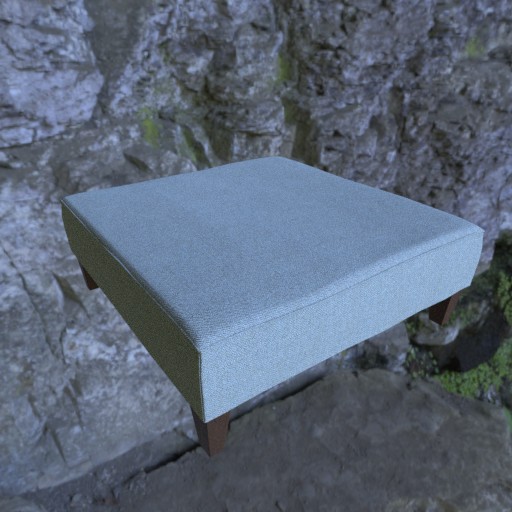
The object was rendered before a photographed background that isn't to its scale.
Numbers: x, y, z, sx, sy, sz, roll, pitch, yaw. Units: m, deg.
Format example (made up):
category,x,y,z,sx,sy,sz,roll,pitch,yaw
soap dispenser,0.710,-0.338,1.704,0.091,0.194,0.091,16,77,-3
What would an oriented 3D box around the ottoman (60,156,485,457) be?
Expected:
category,x,y,z,sx,sy,sz,roll,pitch,yaw
ottoman,0.000,0.000,1.482,0.968,0.379,1.004,-18,32,-31
